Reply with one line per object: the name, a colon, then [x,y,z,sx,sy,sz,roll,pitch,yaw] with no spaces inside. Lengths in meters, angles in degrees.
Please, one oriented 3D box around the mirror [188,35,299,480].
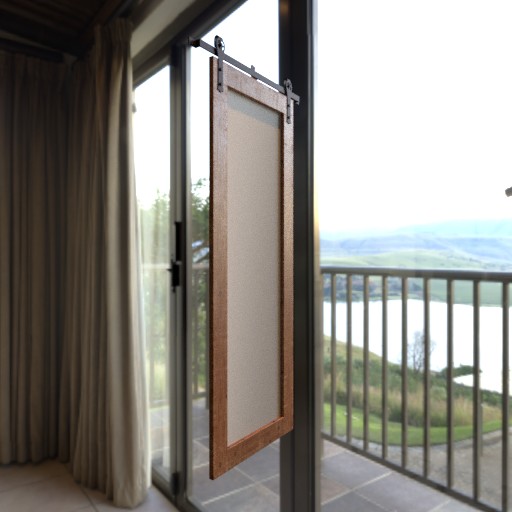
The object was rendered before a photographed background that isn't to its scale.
mirror: [0.000,0.000,2.034,0.042,1.793,0.847,0,0,35]
